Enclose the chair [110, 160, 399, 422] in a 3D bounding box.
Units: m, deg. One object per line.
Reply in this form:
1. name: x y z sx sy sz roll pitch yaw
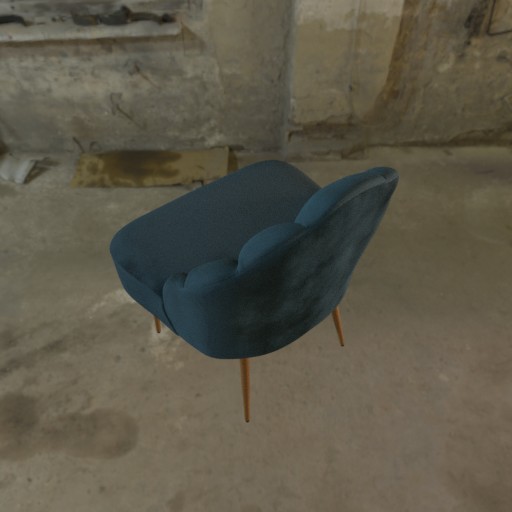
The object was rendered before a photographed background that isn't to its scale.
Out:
1. chair: 0.000 0.000 1.253 0.657 0.819 0.599 -31 53 -26
